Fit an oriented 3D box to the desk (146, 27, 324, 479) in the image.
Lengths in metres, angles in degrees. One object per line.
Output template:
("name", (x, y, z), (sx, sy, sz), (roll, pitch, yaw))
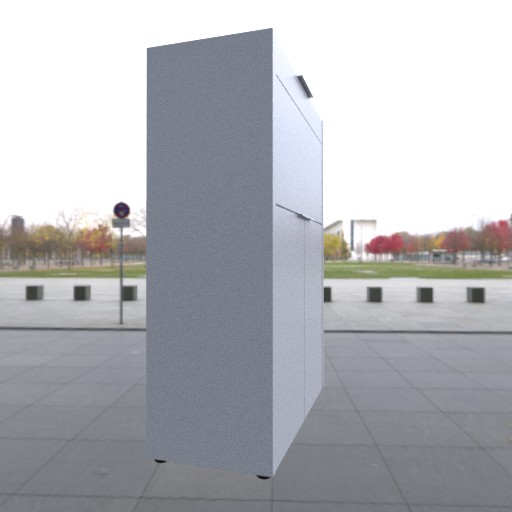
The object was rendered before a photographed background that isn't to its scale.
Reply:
("desk", (0.000, 0.000, 1.613), (0.390, 1.190, 0.850), (0, 0, 18))
